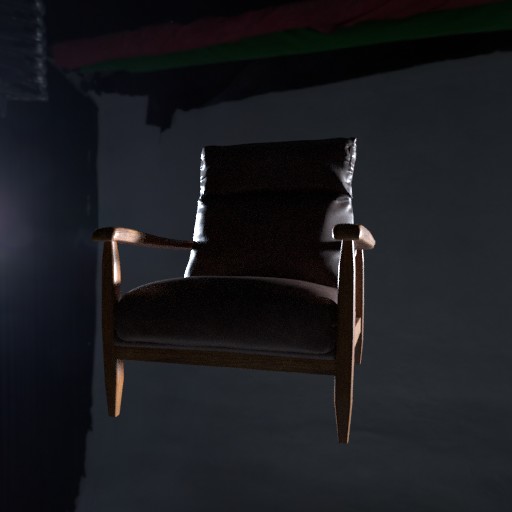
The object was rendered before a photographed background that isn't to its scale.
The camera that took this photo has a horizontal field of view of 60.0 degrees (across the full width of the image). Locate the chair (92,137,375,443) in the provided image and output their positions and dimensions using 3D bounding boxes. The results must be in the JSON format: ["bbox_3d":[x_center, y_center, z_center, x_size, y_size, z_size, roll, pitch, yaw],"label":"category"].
[{"bbox_3d":[0.000,0.000,1.508,0.782,0.897,0.830,0,1,15],"label":"chair"}]
